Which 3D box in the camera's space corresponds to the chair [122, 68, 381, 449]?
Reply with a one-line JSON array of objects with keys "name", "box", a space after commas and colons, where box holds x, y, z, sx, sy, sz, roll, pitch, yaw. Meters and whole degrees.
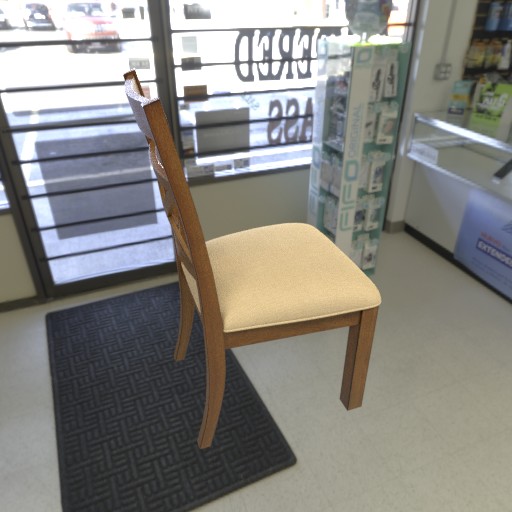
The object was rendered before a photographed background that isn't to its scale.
[{"name": "chair", "box": [0.000, 0.000, 1.242, 0.581, 0.949, 0.461, -10, 32, -17]}]
